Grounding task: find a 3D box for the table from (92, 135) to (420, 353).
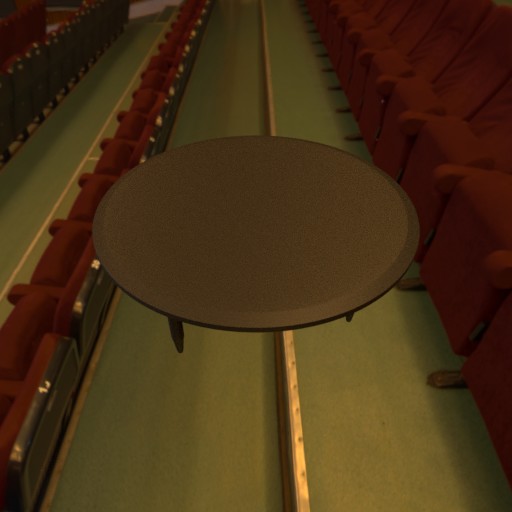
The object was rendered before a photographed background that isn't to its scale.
[{"bbox_3d":[0.000,0.000,1.388,0.900,0.400,0.900,0,41,0],"label":"table"}]
